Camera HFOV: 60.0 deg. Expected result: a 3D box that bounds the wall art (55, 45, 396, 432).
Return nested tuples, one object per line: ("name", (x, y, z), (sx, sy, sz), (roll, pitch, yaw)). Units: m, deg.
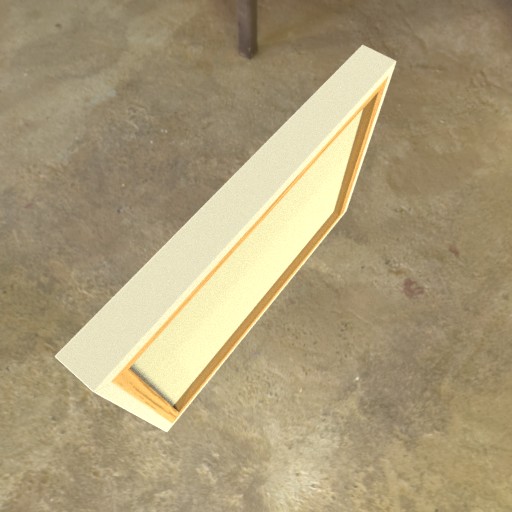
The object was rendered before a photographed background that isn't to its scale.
("wall art", (0.000, 0.000, 0.467), (0.038, 0.259, 0.381), (35, 68, 16))
